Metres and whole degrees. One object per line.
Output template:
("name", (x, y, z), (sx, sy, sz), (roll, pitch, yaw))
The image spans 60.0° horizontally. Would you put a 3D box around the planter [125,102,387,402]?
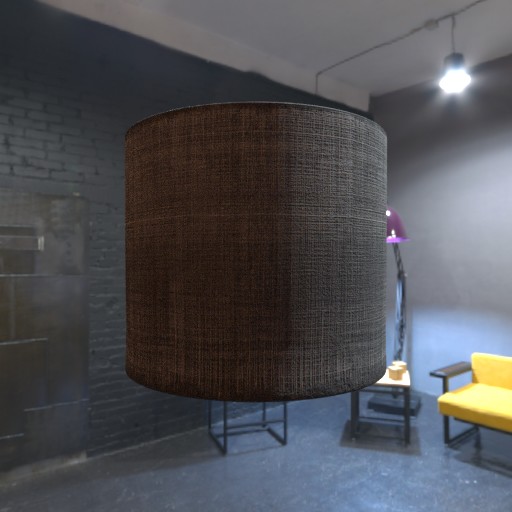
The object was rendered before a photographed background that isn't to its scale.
("planter", (0.000, 0.000, 0.447), (0.254, 0.221, 0.254), (0, -1, 0))
